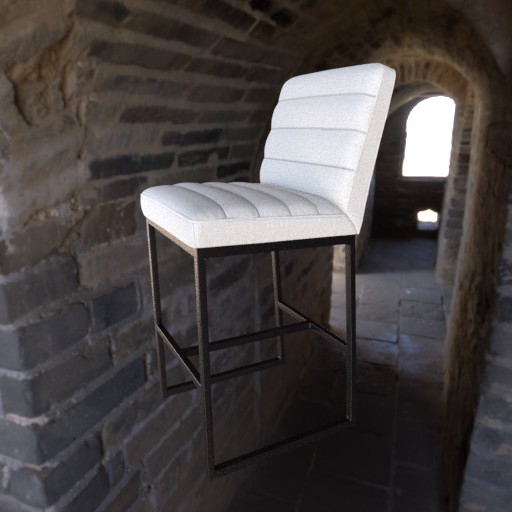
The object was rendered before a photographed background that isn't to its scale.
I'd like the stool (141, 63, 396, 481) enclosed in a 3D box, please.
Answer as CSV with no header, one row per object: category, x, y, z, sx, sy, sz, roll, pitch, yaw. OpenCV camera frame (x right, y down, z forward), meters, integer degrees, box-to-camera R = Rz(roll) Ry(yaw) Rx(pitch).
stool,0.000,0.000,1.304,0.560,1.040,0.460,-8,18,-27
